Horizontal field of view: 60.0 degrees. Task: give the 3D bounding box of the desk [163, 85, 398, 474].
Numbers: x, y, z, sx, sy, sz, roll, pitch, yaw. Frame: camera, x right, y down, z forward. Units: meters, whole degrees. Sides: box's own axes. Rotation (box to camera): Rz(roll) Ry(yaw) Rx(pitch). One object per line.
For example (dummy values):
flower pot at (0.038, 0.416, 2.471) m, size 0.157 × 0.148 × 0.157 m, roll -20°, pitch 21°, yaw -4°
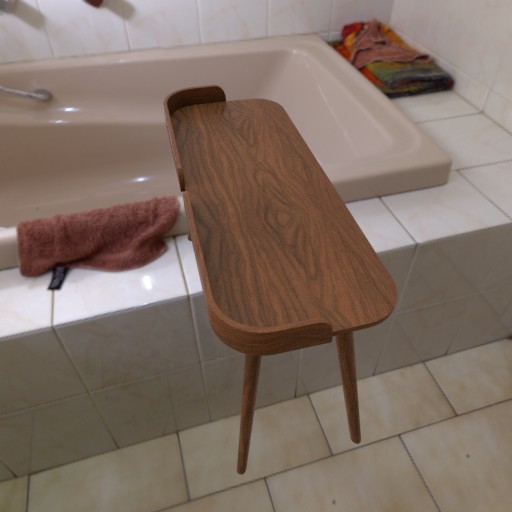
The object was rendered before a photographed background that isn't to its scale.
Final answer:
desk at (0.000, 0.000, 1.687) m, size 0.486 × 0.800 × 1.256 m, roll -10°, pitch 46°, yaw -10°
